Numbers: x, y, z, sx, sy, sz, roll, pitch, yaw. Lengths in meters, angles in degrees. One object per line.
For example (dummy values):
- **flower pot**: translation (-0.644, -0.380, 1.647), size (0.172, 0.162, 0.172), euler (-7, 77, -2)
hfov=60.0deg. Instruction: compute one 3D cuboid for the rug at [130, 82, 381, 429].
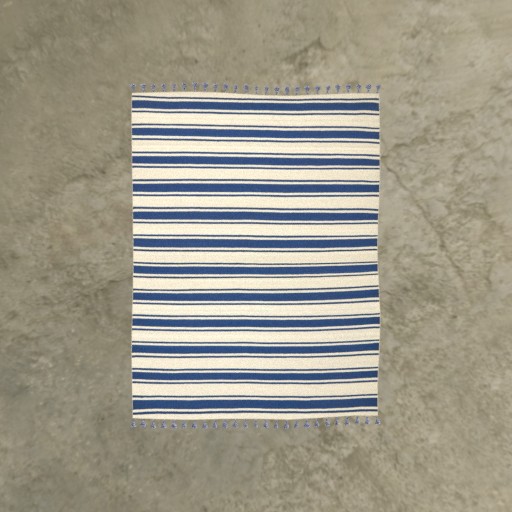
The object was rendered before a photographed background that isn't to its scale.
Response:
- **rug**: translation (0.000, 0.000, 4.377), size (2.471, 0.016, 3.416), euler (0, 90, -1)
